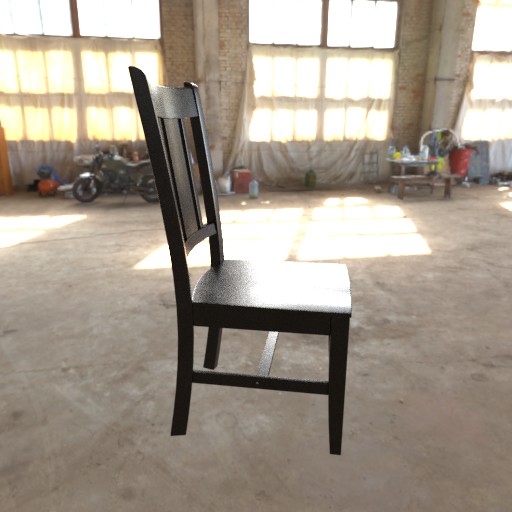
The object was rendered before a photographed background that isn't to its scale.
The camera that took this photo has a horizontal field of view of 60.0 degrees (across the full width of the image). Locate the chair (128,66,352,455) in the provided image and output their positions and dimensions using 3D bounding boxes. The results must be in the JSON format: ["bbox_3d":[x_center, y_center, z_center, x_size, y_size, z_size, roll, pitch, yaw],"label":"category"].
[{"bbox_3d":[0.000,0.000,1.308,0.555,0.998,0.450,3,17,9],"label":"chair"}]
